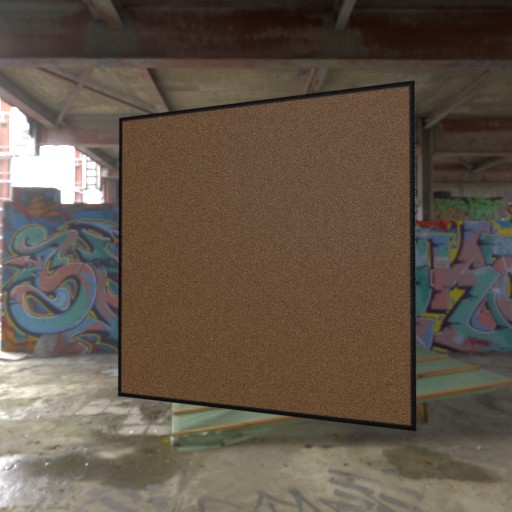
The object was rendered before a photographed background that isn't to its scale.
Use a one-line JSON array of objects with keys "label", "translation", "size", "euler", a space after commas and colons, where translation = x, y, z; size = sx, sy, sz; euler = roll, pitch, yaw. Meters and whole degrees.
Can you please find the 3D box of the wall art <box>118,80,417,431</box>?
[{"label": "wall art", "translation": [0.000, 0.000, 0.449], "size": [0.304, 0.303, 0.037], "euler": [0, -1, 19]}]
